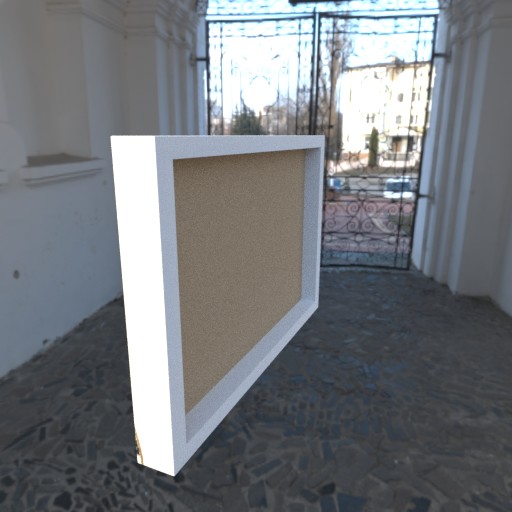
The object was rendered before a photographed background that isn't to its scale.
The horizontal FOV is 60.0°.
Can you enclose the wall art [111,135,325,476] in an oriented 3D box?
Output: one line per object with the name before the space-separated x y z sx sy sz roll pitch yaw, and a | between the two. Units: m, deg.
wall art | 0.000 0.000 0.485 0.039 0.254 0.384 7 17 24
